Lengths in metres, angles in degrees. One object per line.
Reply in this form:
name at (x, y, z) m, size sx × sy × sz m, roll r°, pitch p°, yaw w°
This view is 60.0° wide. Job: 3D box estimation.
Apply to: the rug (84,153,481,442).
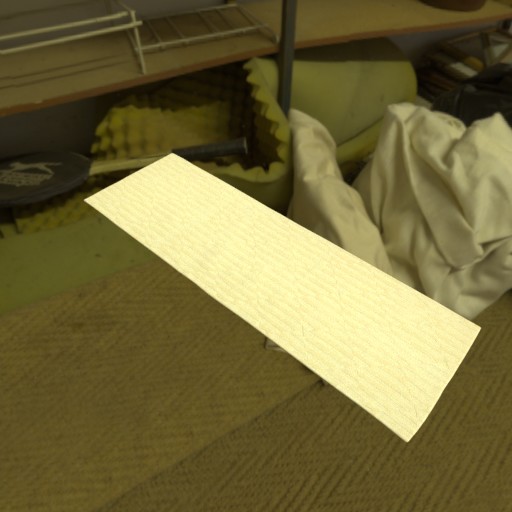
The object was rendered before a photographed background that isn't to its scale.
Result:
rug at (0.000, 0.000, 2.648) m, size 2.450 × 0.014 × 0.793 m, roll 33°, pitch 54°, yaw 28°
